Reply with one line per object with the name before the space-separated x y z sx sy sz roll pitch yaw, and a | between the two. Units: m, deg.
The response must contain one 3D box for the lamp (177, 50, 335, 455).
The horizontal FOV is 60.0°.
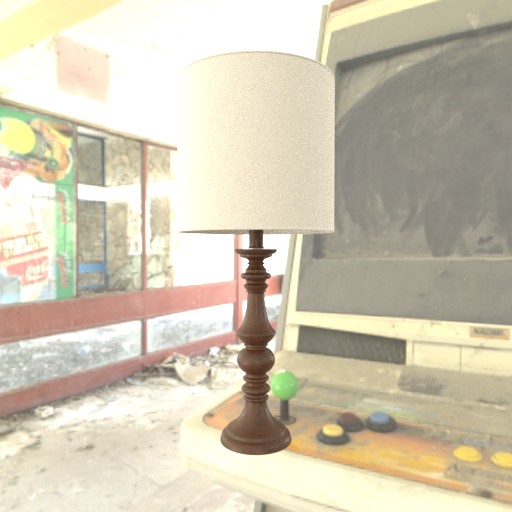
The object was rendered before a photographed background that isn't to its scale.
lamp | 0.000 0.000 0.719 0.250 0.597 0.250 -1 1 -35
